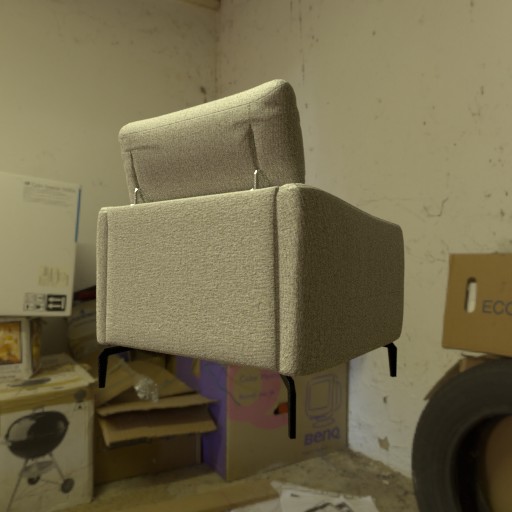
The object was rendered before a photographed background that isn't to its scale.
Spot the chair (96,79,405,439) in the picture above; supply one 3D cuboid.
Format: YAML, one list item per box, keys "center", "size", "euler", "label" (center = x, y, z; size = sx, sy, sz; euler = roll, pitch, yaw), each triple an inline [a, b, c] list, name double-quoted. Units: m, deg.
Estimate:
- center: [0.000, 0.000, 1.720]
  size: [0.972, 0.967, 0.835]
  euler: [-1, -2, 36]
  label: "chair"
